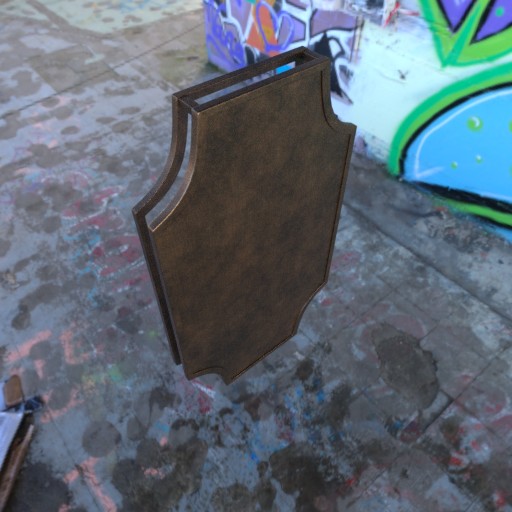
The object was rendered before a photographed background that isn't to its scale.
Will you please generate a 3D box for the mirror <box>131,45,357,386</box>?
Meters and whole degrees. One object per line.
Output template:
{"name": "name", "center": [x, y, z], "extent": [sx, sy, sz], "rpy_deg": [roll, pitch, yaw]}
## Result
{"name": "mirror", "center": [0.000, 0.000, 0.969], "extent": [0.462, 0.811, 0.066], "rpy_deg": [-31, 55, -25]}
